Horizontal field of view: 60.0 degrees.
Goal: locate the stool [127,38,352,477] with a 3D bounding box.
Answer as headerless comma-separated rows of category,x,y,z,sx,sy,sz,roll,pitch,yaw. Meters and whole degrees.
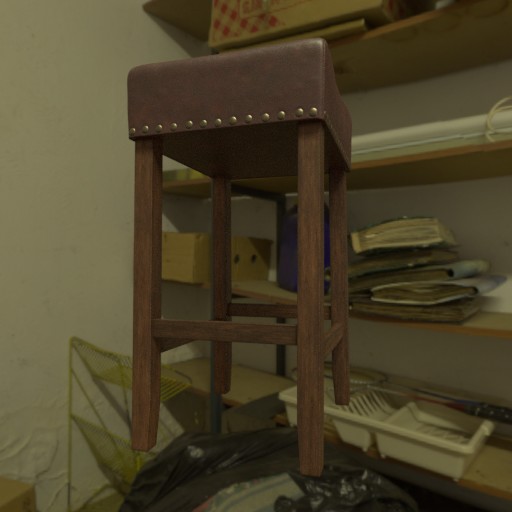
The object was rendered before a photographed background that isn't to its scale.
stool,0.000,0.000,1.029,0.401,0.769,0.465,0,-1,18
